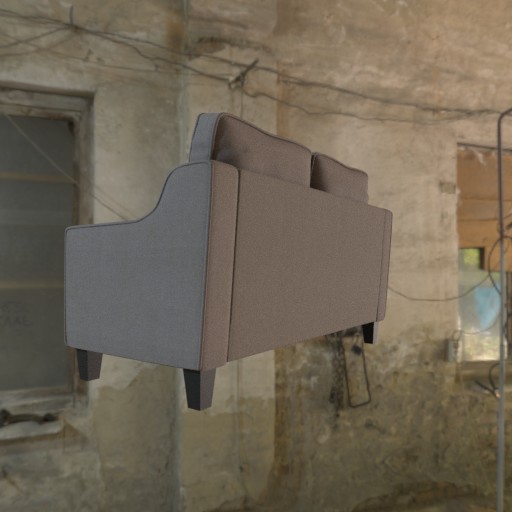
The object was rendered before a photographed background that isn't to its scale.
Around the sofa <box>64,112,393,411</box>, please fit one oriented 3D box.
[{"bbox_3d":[0.000,0.000,2.076,0.791,0.948,1.500,-1,-1,36],"label":"sofa"}]
